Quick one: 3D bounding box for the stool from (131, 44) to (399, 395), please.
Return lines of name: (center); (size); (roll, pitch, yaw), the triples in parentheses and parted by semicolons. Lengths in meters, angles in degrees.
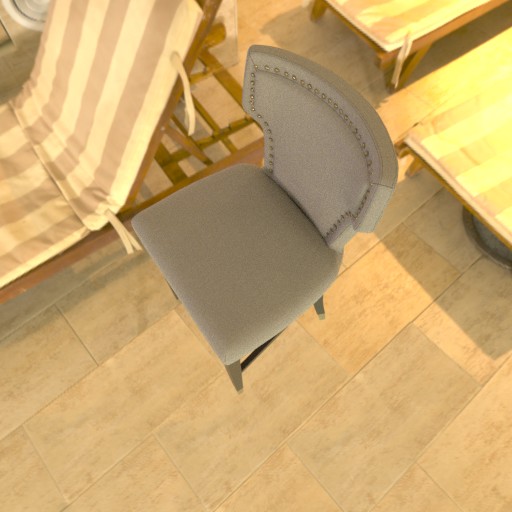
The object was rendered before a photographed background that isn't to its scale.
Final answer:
stool: (0.000, 0.000, 1.414); (0.563, 1.092, 0.526); (-32, 68, -15)
